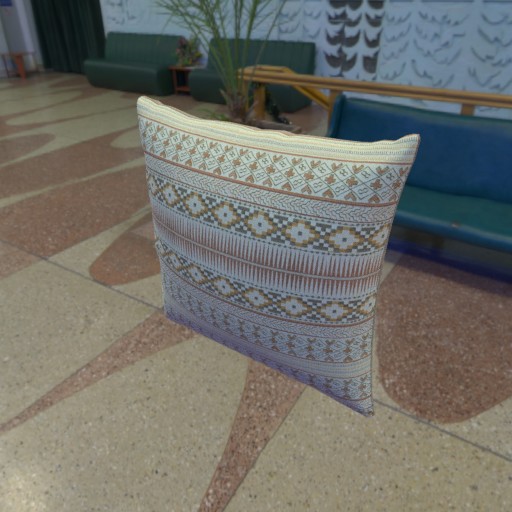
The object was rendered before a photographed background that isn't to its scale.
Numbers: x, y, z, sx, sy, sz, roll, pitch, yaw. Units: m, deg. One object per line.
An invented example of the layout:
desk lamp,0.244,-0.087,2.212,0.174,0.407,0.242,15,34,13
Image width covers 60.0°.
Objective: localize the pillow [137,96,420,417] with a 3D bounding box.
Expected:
pillow,0.000,0.000,0.811,0.521,0.519,0.215,19,35,29
